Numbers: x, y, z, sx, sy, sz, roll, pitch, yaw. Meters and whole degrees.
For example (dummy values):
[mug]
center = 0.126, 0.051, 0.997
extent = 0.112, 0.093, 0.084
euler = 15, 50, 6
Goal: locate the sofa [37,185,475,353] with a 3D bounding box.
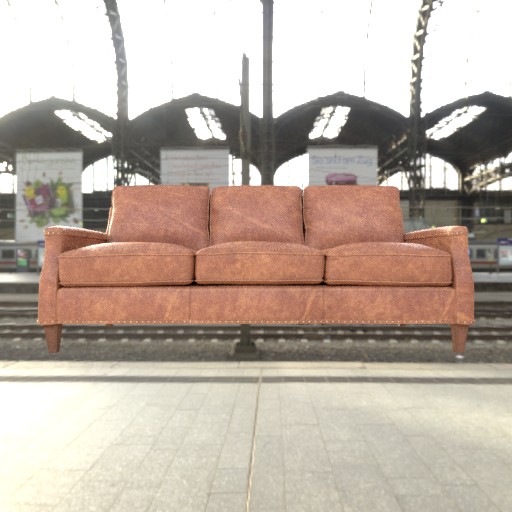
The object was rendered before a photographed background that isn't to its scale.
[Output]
[sofa]
center = 0.000, 0.000, 2.778
extent = 2.246, 1.003, 1.084
euler = 0, 0, 0
